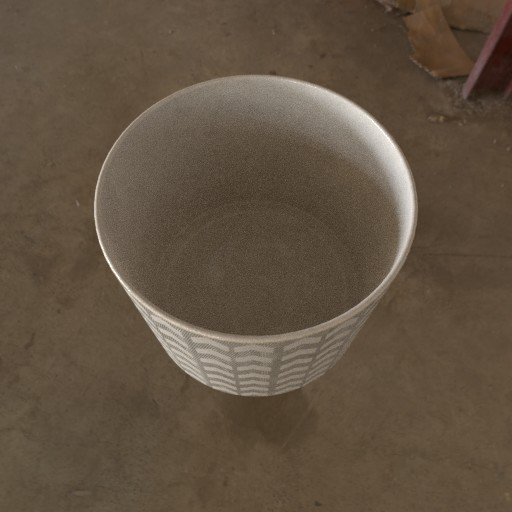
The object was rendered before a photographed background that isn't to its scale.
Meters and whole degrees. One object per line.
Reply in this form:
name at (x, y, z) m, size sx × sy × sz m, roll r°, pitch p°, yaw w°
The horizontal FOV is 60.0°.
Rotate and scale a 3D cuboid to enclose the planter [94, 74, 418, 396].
planter at (0.000, 0.000, 0.343) m, size 0.190 × 0.181 × 0.190 m, roll 0°, pitch 63°, yaw 0°
